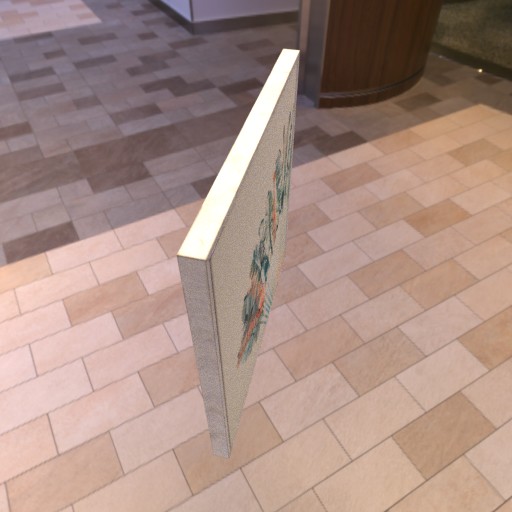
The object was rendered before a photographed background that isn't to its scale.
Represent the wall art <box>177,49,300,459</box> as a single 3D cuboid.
[{"bbox_3d":[0.000,0.000,0.768,0.029,0.506,0.508,10,47,10],"label":"wall art"}]
